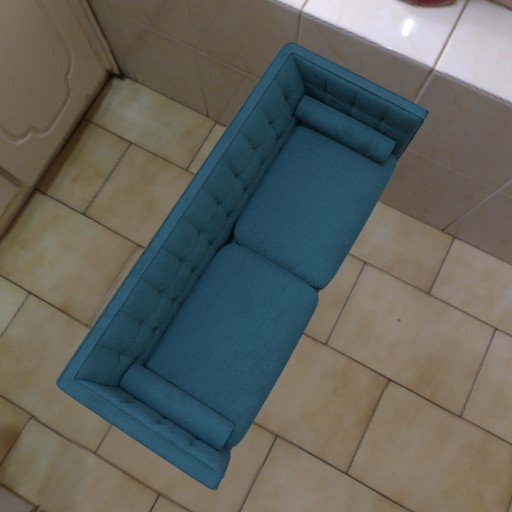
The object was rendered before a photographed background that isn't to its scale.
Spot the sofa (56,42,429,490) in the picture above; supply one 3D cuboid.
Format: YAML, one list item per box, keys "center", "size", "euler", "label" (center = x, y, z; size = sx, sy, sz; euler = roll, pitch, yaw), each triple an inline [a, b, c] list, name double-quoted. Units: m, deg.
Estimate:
- center: [0.000, 0.000, 2.458]
  size: [0.867, 0.789, 2.087]
  euler: [30, 78, 7]
  label: "sofa"
